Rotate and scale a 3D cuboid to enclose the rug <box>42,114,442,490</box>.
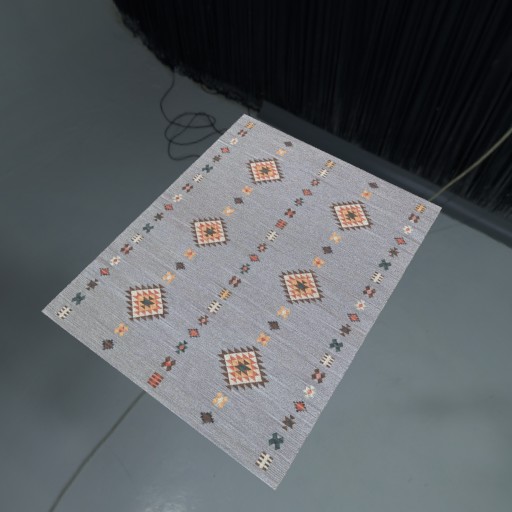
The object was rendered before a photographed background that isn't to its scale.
[{"bbox_3d":[0.000,0.000,4.133,2.425,0.008,3.035,30,63,17],"label":"rug"}]
